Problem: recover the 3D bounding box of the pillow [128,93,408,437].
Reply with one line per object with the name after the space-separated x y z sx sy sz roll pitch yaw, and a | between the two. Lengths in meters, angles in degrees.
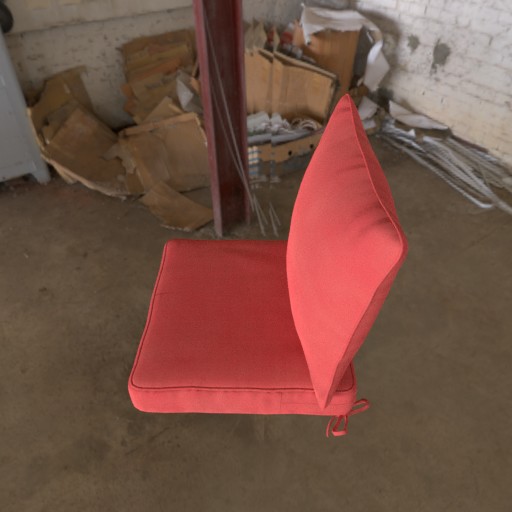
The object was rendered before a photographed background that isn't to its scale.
0.000 0.000 1.350 0.733 0.725 0.798 1 41 1 | pillow
